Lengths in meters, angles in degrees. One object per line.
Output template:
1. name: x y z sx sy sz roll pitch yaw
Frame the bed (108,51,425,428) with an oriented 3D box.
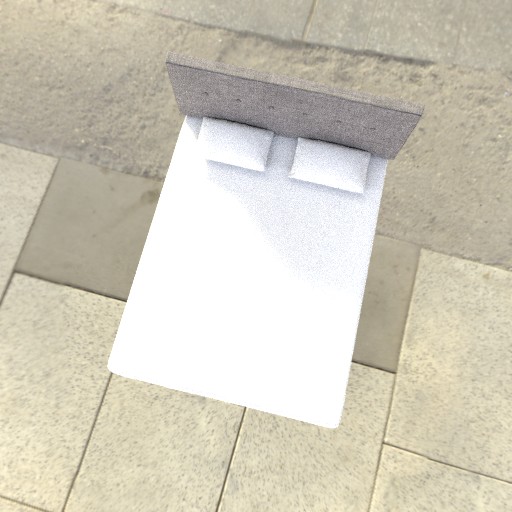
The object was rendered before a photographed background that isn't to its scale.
1. bed: 0.000 0.000 2.977 1.621 1.168 1.958 13 76 3
